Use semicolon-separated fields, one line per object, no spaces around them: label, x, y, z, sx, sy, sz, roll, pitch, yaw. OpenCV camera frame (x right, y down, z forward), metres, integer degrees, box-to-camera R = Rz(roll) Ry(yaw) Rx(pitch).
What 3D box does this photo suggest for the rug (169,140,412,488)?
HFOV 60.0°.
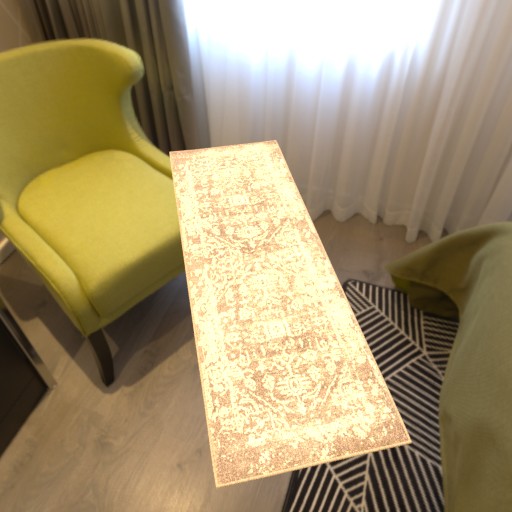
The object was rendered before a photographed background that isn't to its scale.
rug;0.000;0.000;2.663;0.855;0.017;2.452;-9;47;-8
